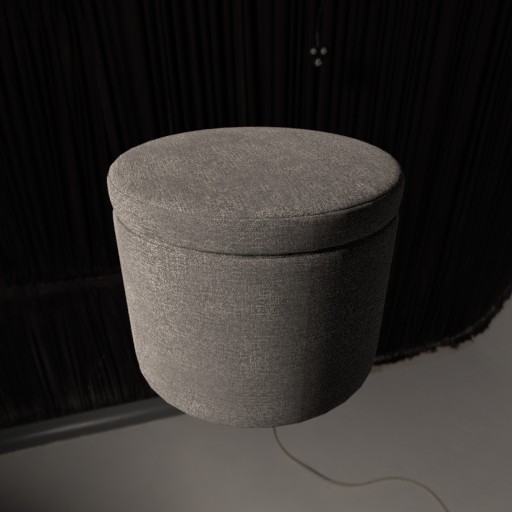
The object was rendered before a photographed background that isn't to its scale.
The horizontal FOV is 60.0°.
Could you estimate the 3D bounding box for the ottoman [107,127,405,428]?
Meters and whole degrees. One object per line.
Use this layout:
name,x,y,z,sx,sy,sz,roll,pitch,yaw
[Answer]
ottoman,0.000,0.000,0.860,0.500,0.419,0.500,0,29,0
